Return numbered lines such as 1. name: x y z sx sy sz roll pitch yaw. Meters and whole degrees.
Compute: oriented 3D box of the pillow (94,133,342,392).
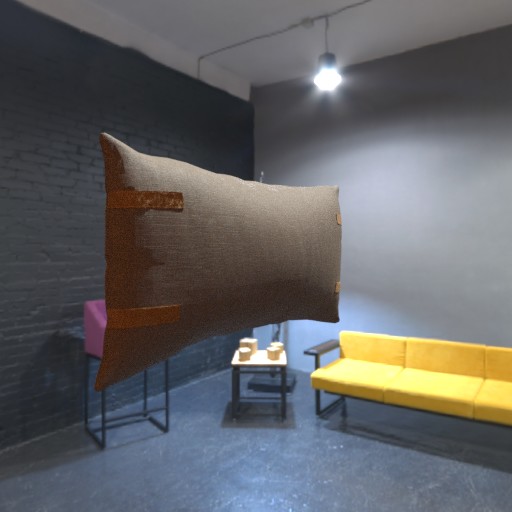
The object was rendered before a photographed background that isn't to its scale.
1. pillow: 0.000 0.000 0.754 0.148 0.308 0.612 1 1 37
